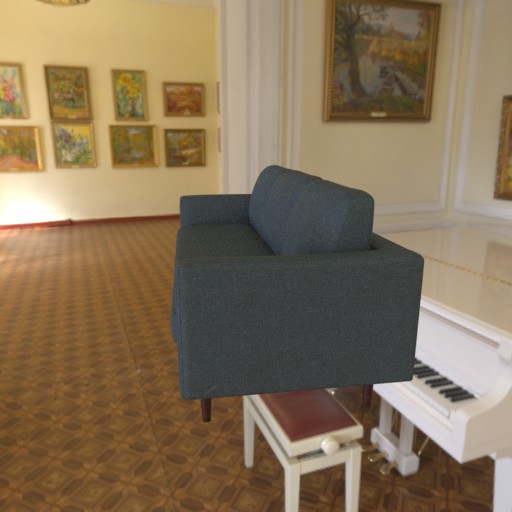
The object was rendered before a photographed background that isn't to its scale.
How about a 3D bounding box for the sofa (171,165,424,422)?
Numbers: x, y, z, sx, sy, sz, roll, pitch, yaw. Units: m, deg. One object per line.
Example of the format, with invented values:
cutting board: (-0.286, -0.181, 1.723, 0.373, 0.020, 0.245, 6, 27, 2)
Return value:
sofa: (0.000, 0.000, 2.564, 0.935, 0.945, 2.013, -2, 15, -9)
